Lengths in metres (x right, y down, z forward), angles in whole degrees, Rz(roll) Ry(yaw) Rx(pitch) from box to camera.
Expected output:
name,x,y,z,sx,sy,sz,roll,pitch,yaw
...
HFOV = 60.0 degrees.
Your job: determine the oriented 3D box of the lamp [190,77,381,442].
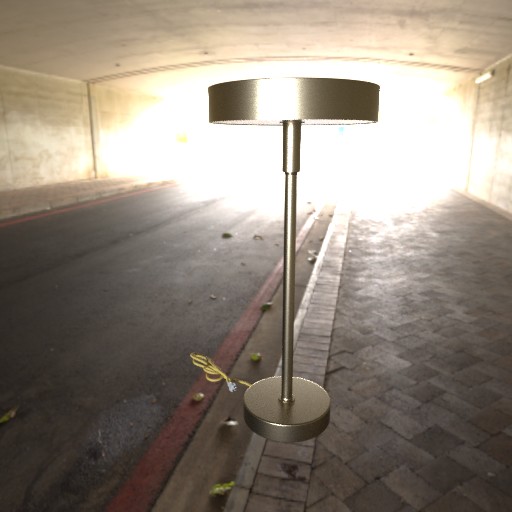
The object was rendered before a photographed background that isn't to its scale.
name,x,y,z,sx,sy,sz,roll,pitch,yaw
lamp,0.000,0.000,0.707,0.229,0.508,0.369,-14,20,-43
